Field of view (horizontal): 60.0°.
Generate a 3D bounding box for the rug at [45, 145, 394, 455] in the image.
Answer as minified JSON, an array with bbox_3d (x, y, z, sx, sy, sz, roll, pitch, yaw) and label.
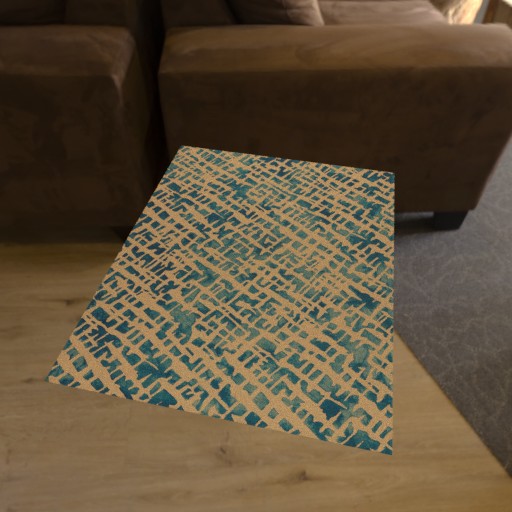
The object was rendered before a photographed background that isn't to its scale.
[{"bbox_3d":[0.000,0.000,3.979,2.435,0.007,3.007,9,48,8],"label":"rug"}]
